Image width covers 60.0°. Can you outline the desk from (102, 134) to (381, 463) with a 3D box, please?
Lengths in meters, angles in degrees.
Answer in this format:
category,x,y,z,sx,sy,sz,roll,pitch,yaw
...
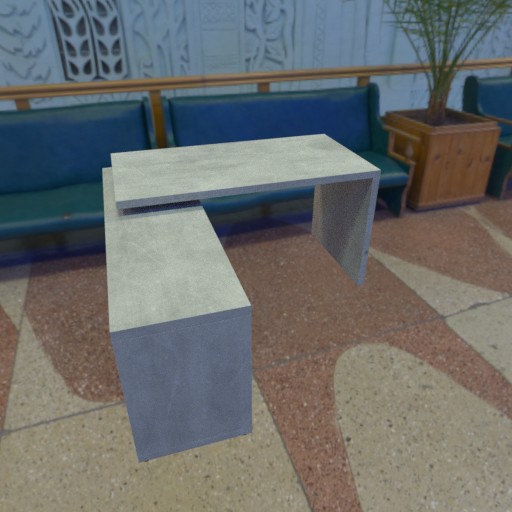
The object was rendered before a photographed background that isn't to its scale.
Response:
category,x,y,z,sx,sy,sz,roll,pitch,yaw
desk,0.000,0.000,2.287,1.400,0.740,1.500,-9,32,-15
